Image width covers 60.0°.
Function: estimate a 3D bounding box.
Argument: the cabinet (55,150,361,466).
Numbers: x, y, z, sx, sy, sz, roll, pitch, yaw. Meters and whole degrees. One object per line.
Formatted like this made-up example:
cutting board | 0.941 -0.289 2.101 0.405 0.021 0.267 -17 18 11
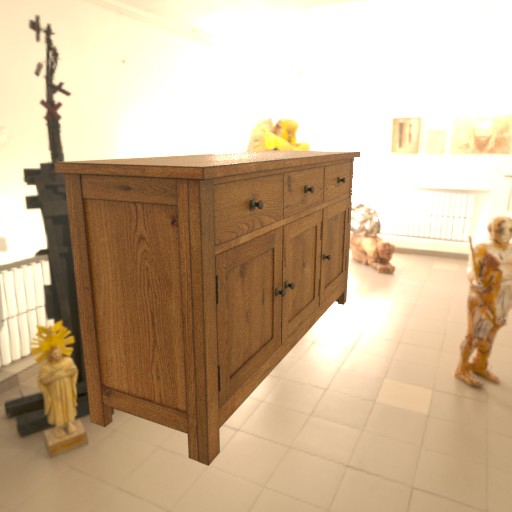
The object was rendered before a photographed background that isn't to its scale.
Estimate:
cabinet | 0.000 0.000 1.829 0.480 0.813 1.474 7 16 25
